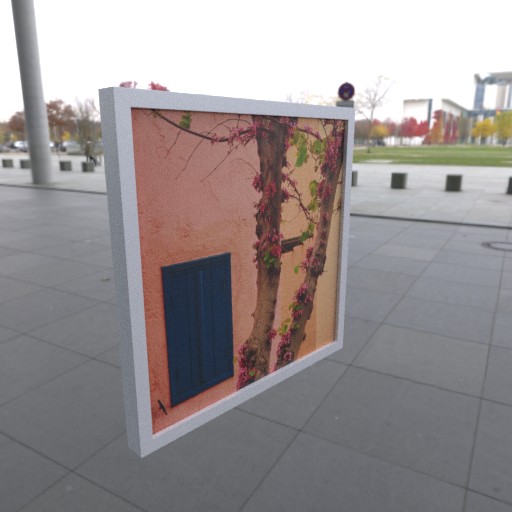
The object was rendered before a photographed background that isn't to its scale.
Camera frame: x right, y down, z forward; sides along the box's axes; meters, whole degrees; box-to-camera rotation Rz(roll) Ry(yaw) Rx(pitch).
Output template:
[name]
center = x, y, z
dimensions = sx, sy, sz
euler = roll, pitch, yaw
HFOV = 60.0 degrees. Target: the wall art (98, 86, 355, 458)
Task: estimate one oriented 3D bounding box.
[wall art]
center = 0.000, 0.000, 0.766
dimensions = 0.507, 0.508, 0.038
euler = -14, 20, -43
